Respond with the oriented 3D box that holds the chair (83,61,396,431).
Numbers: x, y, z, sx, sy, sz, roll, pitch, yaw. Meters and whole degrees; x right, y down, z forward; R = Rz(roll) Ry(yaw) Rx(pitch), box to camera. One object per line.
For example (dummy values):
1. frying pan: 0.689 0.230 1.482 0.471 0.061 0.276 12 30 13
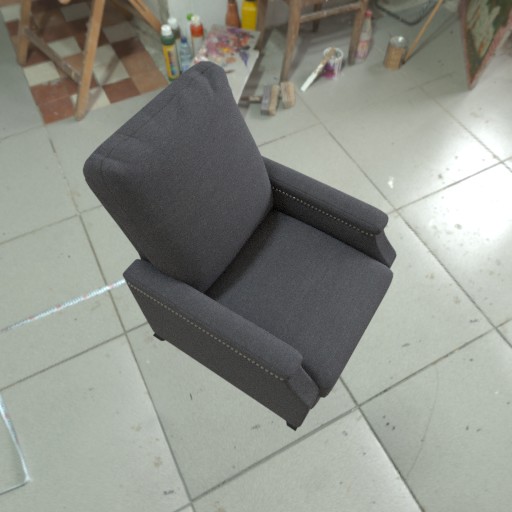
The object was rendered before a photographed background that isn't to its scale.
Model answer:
1. chair: 0.000 0.000 1.616 0.922 1.049 0.710 29 63 16
